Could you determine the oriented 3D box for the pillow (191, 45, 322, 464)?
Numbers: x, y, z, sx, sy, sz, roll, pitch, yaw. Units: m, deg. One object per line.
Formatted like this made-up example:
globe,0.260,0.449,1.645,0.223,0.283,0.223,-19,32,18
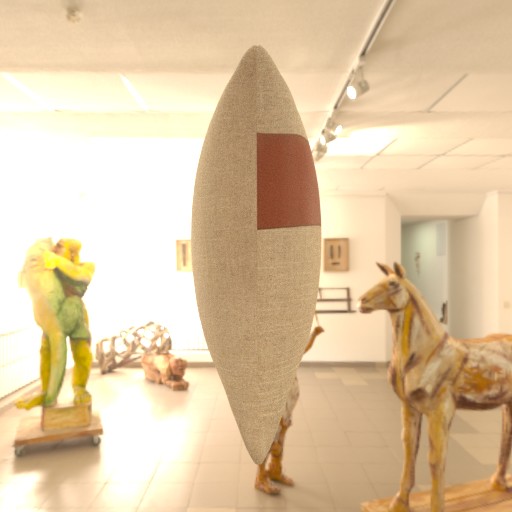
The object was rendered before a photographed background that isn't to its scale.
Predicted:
pillow,0.000,0.000,0.620,0.173,0.399,0.414,0,0,0
